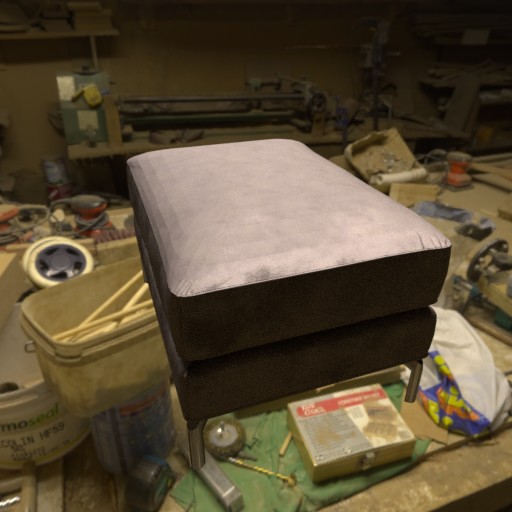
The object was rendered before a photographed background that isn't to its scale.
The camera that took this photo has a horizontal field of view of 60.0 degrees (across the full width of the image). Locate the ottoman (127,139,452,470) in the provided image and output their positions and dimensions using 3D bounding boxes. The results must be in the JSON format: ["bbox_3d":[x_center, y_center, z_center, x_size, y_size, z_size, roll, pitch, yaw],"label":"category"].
[{"bbox_3d":[0.000,0.000,1.081,0.520,0.456,0.719,-10,31,-17],"label":"ottoman"}]
